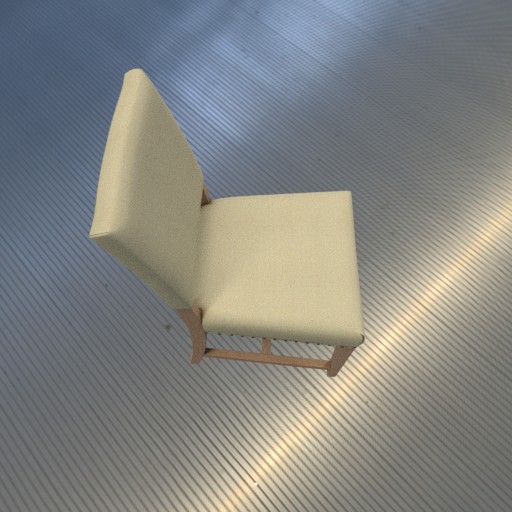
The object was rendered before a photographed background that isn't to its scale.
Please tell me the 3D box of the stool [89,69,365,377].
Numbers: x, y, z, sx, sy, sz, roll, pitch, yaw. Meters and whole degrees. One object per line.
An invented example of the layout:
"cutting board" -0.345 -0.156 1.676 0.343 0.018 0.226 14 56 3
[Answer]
"stool" 0.000 0.000 1.330 0.623 0.986 0.508 1 63 1
